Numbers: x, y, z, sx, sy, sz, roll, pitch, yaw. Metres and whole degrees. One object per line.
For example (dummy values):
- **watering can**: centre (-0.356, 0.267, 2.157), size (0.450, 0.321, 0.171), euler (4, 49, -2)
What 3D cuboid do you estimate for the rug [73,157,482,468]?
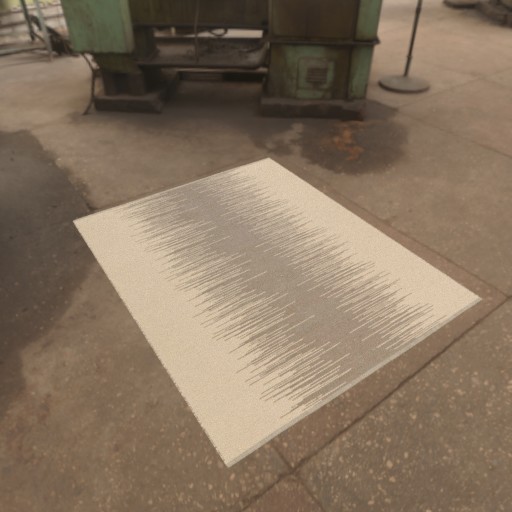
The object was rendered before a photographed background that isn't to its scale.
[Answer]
- **rug**: centre (0.000, 0.000, 4.071), size (2.453, 0.010, 3.037), euler (-23, 45, -26)
